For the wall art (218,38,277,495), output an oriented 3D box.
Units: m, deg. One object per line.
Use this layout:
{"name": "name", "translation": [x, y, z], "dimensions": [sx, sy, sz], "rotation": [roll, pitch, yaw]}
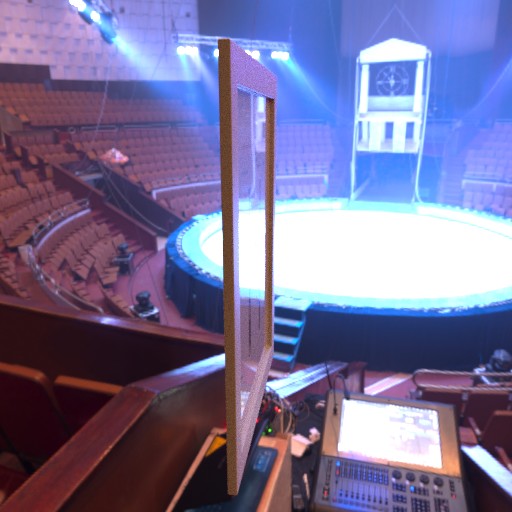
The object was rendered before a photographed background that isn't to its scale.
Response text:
{"name": "wall art", "translation": [0.000, 0.000, 0.599], "dimensions": [0.011, 0.482, 0.329], "rotation": [3, 17, 9]}
